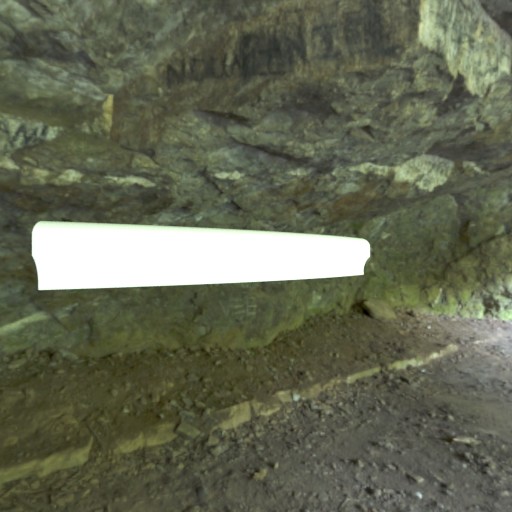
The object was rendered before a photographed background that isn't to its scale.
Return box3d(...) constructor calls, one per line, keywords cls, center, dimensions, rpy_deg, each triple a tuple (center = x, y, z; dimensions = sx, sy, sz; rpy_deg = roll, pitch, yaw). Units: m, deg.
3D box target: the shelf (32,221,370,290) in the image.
box3d(cls="shelf", center=(0.000, 0.000, 0.463), dimensions=(0.310, 0.050, 0.310), rpy_deg=(0, 0, 1))
